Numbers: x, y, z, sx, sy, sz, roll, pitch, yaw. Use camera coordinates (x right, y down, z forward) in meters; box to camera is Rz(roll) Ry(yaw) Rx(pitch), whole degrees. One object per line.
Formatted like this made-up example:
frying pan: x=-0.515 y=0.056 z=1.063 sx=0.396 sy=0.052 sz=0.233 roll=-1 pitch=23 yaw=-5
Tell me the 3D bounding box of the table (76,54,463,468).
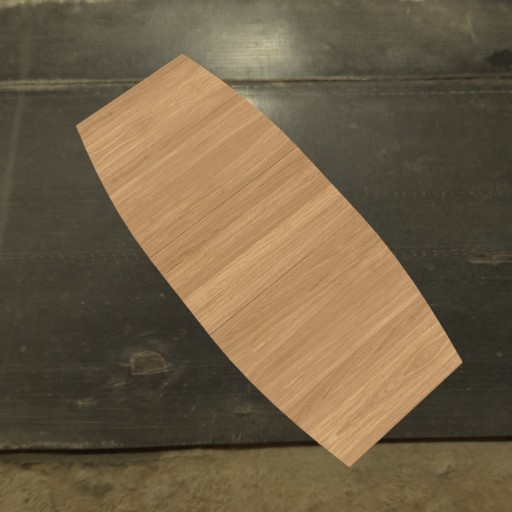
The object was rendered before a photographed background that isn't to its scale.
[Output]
table: x=0.000 y=0.000 z=2.437 sx=0.900 sy=0.750 sz=2.032 roll=-38 pitch=79 yaw=-9
